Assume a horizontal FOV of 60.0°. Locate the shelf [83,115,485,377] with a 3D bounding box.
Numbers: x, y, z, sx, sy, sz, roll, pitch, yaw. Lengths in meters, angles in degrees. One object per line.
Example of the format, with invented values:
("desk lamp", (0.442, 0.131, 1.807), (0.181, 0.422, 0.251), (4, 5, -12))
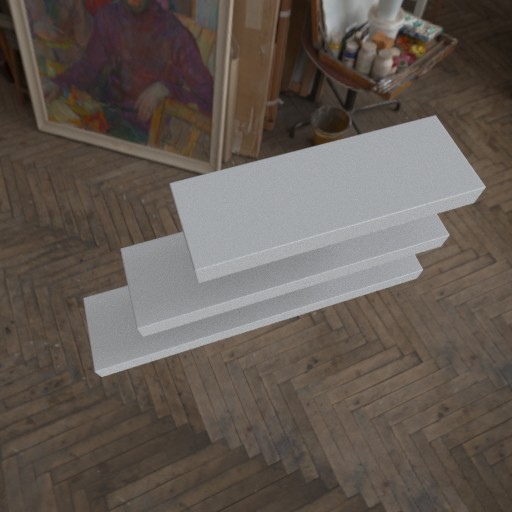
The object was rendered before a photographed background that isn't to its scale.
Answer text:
("shelf", (0.000, 0.000, 0.716), (0.610, 0.293, 0.140), (-16, 63, -8))
